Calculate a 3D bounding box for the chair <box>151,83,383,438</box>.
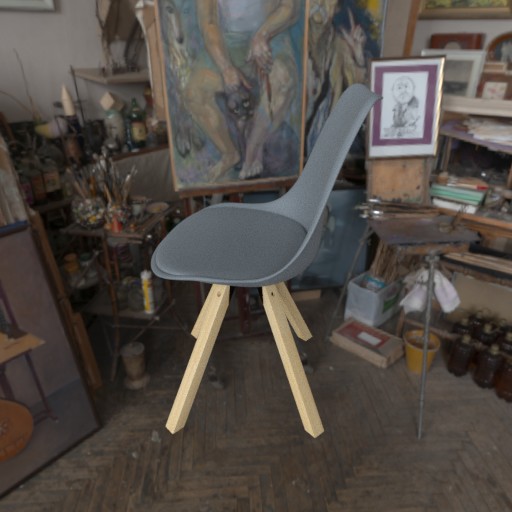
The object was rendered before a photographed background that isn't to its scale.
[{"bbox_3d":[0.000,0.000,1.193,0.549,0.850,0.485,1,27,2],"label":"chair"}]
